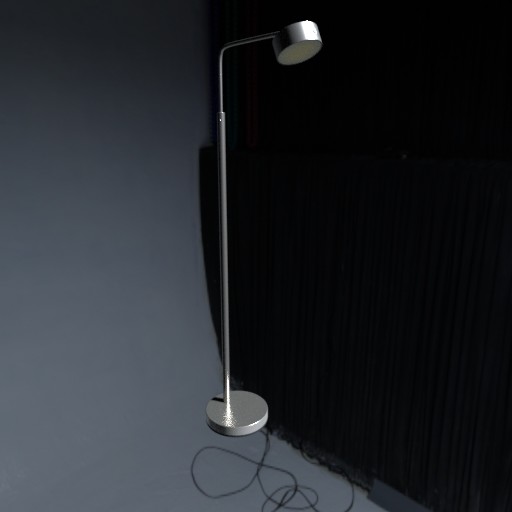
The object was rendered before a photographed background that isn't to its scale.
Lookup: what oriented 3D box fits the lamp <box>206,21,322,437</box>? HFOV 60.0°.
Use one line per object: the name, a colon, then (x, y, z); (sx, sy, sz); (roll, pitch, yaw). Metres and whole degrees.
lamp: (0.000, 0.000, 1.371); (0.222, 1.250, 0.421); (-14, 21, -42)
